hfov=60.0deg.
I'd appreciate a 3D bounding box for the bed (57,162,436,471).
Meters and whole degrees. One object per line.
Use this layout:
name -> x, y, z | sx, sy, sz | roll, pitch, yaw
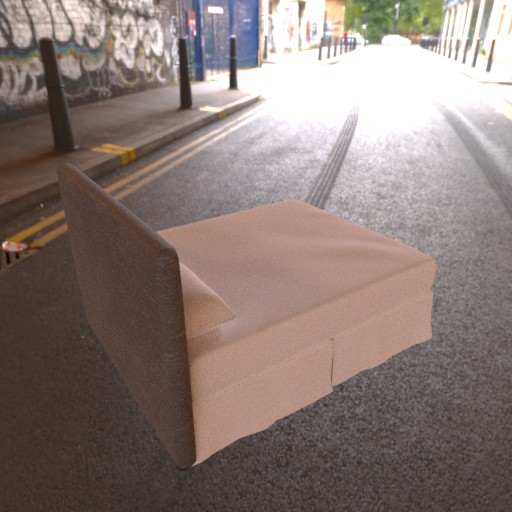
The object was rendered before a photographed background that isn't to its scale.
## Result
bed -> 0.000, 0.000, 3.154 | 2.142, 1.330, 1.723 | -17, 31, -31
